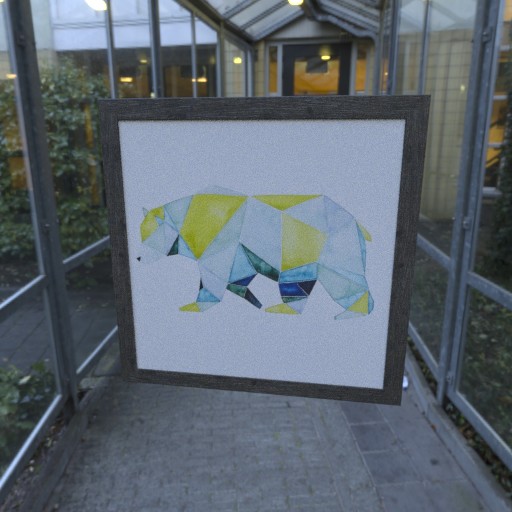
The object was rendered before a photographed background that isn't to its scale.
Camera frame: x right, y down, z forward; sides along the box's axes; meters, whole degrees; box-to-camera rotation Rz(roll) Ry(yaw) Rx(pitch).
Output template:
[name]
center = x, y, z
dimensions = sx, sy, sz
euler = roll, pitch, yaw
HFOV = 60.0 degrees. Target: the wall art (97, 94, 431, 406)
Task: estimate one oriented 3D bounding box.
[wall art]
center = 0.000, 0.000, 0.680
dimensions = 0.462, 0.459, 0.027
euler = 2, 15, 9
